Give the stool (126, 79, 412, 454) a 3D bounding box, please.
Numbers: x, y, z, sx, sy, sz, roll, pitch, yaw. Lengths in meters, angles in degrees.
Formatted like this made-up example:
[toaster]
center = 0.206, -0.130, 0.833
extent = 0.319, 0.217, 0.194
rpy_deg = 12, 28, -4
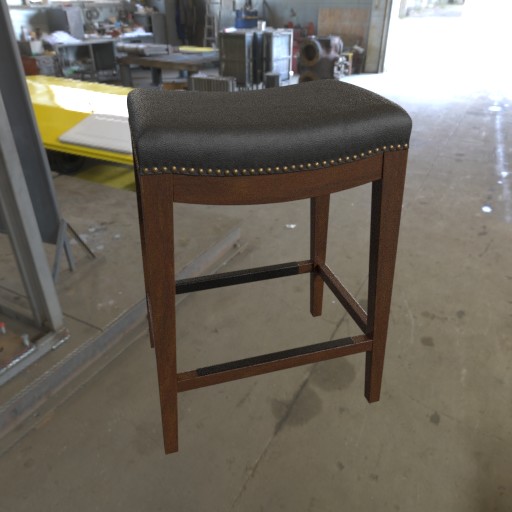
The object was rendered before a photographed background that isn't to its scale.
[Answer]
[stool]
center = 0.000, 0.000, 0.941
extent = 0.490, 0.664, 0.353
rpy_deg = -9, 32, -14
